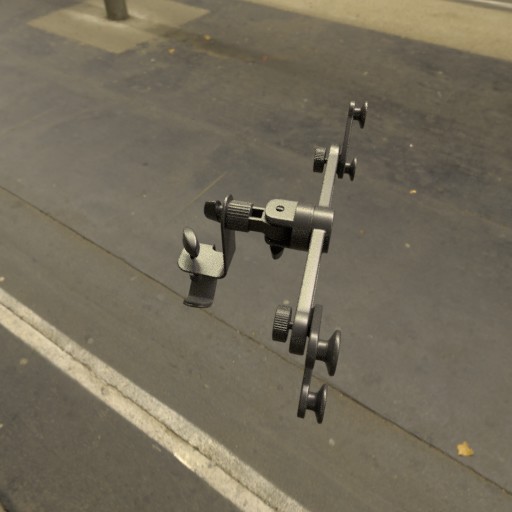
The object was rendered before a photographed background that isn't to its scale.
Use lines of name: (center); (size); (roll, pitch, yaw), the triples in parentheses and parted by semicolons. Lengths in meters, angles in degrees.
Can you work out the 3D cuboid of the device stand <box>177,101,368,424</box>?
device stand: (0.000, 0.000, 0.371); (0.142, 0.166, 0.270); (9, 47, 9)
